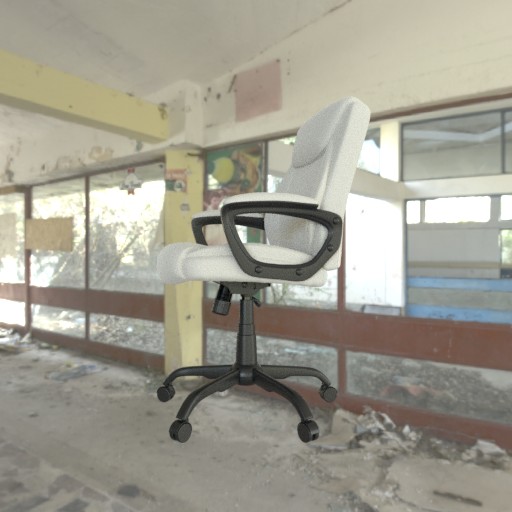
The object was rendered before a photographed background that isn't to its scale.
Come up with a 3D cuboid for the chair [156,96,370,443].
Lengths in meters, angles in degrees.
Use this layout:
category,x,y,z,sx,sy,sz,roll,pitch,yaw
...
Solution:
category,x,y,z,sx,sy,sz,roll,pitch,yaw
chair,0.000,0.000,1.540,0.669,1.065,0.663,0,0,-18
